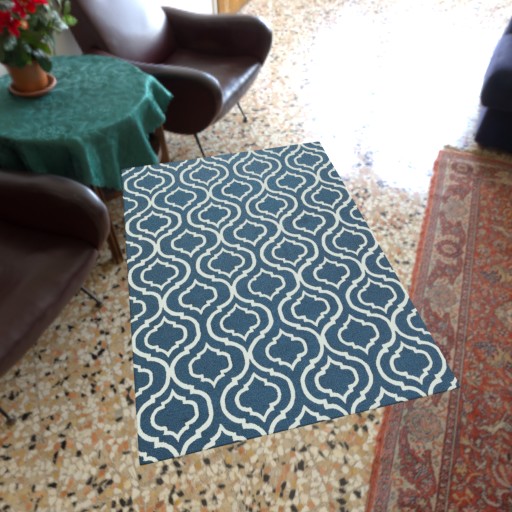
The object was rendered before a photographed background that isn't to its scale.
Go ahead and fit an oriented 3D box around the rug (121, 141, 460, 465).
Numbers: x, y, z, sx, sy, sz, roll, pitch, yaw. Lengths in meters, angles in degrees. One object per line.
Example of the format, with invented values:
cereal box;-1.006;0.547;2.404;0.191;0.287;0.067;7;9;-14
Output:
rug;0.000;0.000;4.294;2.438;0.010;3.353;-10;49;-9
